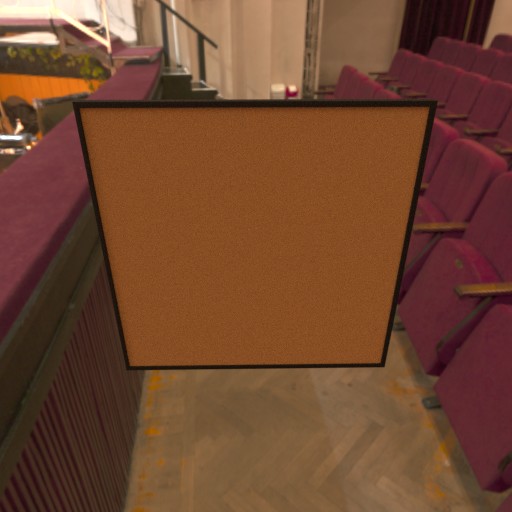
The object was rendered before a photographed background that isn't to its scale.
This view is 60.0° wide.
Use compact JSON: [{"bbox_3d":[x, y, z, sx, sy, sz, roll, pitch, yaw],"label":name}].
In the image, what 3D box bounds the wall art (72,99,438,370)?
[{"bbox_3d":[0.000,0.000,0.676,0.458,0.457,0.013,0,30,-1],"label":"wall art"}]
